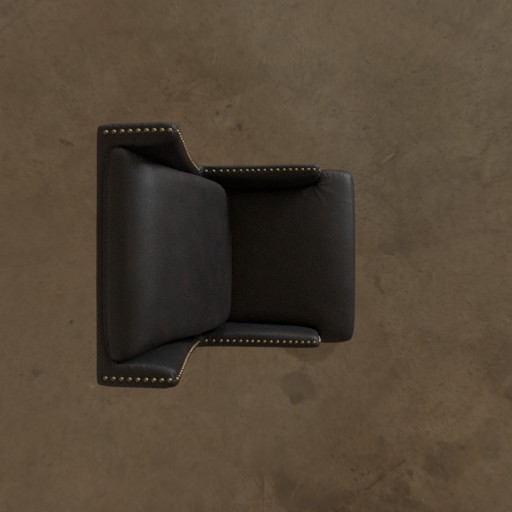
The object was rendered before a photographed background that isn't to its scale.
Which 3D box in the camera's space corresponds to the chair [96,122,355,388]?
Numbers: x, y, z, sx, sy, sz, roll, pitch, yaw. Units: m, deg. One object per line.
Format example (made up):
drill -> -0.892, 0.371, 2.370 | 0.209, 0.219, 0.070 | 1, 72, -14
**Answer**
chair -> 0.000, 0.000, 1.683 | 0.799, 1.142, 0.703 | 0, 90, 2
